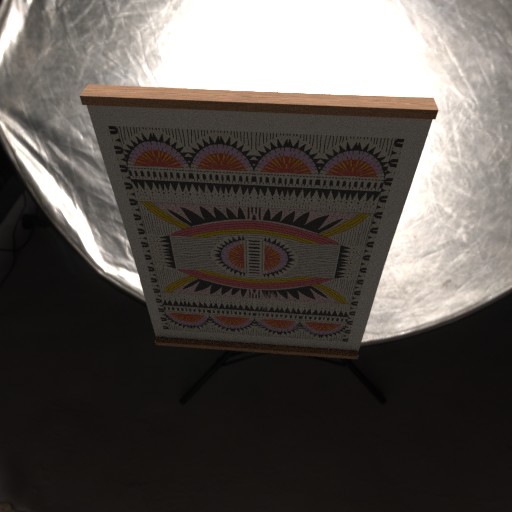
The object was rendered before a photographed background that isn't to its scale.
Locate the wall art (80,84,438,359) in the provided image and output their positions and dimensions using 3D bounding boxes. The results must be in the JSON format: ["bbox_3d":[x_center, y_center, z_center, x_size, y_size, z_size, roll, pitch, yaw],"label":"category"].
[{"bbox_3d":[0.000,0.000,0.694,0.403,0.527,0.028,3,47,3],"label":"wall art"}]
